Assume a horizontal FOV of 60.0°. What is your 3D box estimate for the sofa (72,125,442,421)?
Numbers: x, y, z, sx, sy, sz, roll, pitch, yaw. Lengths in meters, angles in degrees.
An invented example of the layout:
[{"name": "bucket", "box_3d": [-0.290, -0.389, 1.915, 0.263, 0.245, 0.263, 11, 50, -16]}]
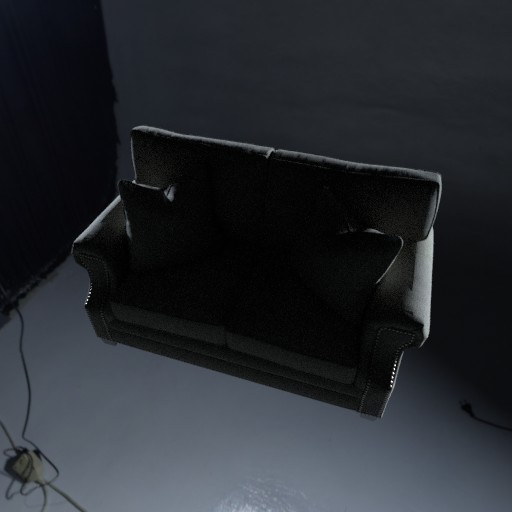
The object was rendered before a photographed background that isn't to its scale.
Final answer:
[{"name": "sofa", "box_3d": [0.000, 0.000, 2.294, 1.701, 0.966, 0.966, 12, 43, 14]}]
